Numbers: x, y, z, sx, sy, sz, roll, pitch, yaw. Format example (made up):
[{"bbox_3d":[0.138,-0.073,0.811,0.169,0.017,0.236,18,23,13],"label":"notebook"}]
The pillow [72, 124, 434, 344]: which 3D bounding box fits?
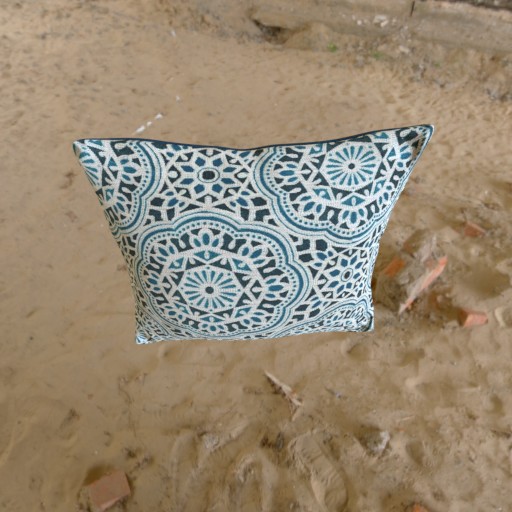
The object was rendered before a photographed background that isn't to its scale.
[{"bbox_3d":[0.000,0.000,0.674,0.440,0.420,0.145,-3,45,-3],"label":"pillow"}]
